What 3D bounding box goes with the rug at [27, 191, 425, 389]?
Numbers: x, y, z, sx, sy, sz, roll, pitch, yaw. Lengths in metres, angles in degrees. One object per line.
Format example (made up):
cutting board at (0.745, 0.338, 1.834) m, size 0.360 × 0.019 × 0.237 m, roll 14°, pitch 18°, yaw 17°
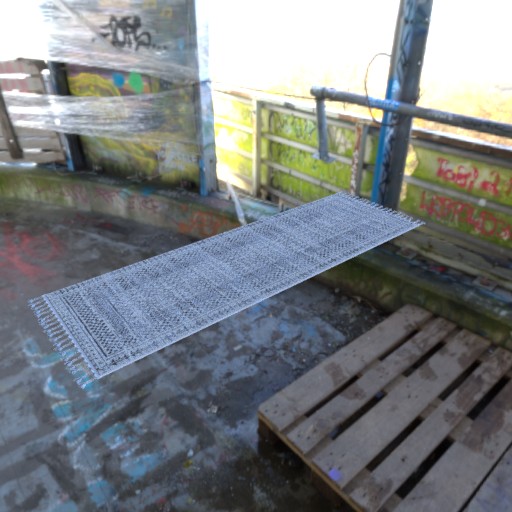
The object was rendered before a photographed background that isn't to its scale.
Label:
rug at (0.000, 0.000, 2.724) m, size 2.480 × 0.013 × 0.786 m, roll -22°, pitch 37°, yaw -33°
